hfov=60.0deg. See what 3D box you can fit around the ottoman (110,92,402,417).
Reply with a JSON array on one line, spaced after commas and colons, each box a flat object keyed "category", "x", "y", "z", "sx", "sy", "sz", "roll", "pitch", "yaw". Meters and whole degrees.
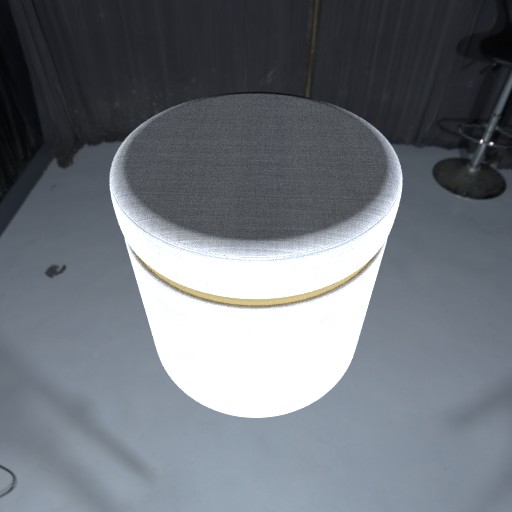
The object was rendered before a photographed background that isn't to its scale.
[{"category": "ottoman", "x": 0.000, "y": 0.000, "z": 0.750, "sx": 0.400, "sy": 0.406, "sz": 0.400, "roll": 0, "pitch": 46, "yaw": 0}]
